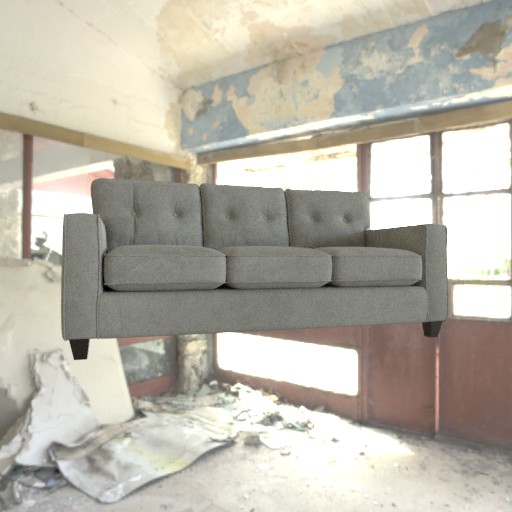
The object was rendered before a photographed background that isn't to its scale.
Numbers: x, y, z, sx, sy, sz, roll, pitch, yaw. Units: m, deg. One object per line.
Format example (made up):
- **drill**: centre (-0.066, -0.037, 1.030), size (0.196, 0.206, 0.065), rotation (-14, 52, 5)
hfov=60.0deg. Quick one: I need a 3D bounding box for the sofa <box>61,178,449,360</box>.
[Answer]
- **sofa**: centre (0.000, 0.000, 2.724), size (2.133, 0.965, 0.939), rotation (0, -1, -18)
